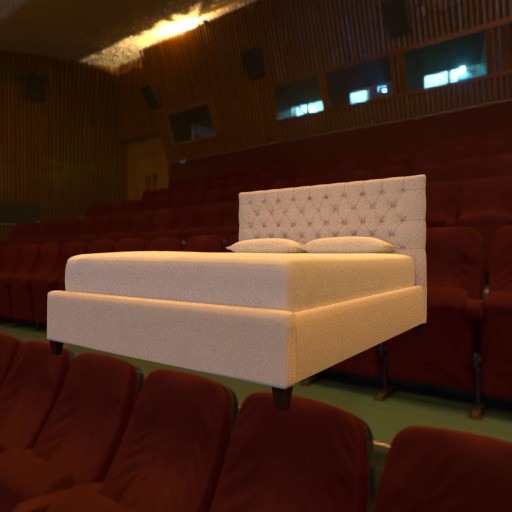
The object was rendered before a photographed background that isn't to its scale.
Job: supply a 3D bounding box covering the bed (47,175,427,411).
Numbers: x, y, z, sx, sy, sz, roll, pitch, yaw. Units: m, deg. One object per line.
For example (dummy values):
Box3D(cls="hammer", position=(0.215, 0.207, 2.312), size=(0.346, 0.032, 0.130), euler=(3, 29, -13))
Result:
Box3D(cls="bed", position=(0.000, 0.000, 3.583), size=(2.078, 1.427, 2.387), euler=(0, 1, 36))
